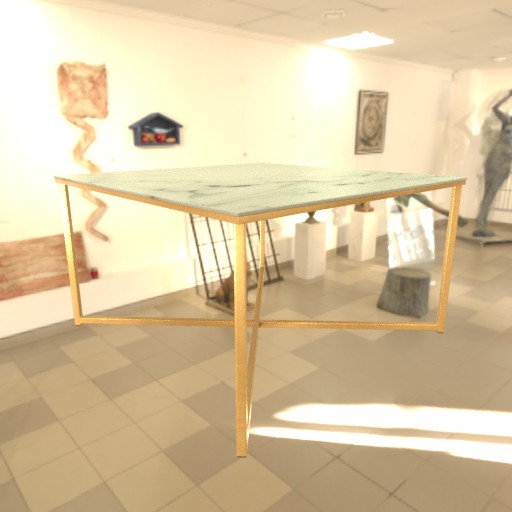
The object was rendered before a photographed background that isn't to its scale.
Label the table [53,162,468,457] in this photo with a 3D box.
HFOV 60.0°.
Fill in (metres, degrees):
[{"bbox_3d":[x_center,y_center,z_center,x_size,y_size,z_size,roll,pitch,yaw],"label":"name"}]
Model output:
[{"bbox_3d":[0.000,0.000,1.266,0.800,0.450,0.800,-14,21,-40],"label":"table"}]
